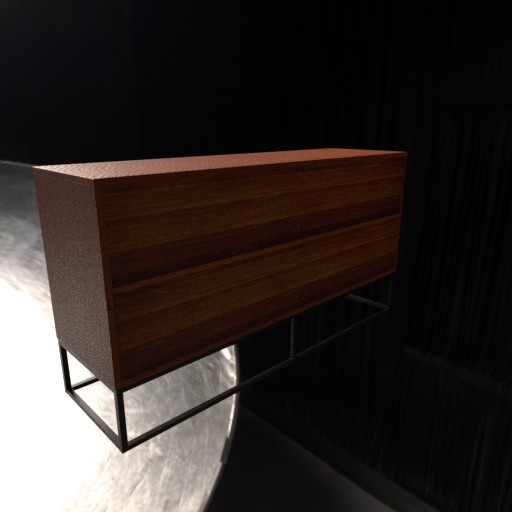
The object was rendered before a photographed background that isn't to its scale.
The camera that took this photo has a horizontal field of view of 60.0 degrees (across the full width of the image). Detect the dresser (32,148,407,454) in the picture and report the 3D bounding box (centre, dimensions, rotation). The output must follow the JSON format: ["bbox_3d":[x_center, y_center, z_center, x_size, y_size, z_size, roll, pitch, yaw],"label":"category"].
[{"bbox_3d":[0.000,0.000,1.865,1.536,0.810,0.464,-15,22,-41],"label":"dresser"}]
